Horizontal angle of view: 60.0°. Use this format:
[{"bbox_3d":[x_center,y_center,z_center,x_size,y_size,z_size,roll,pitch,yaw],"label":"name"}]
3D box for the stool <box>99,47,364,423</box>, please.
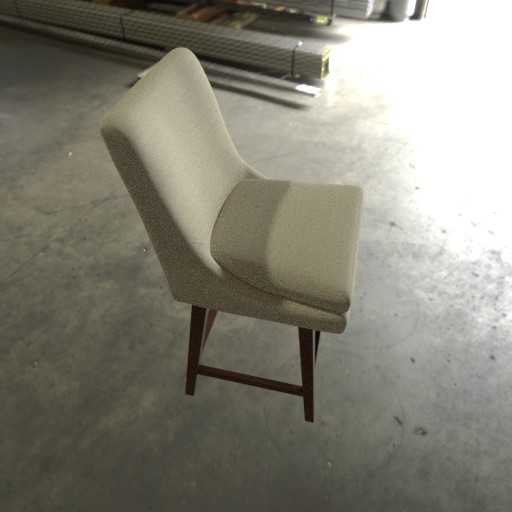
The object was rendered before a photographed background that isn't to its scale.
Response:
[{"bbox_3d":[0.000,0.000,1.288,0.559,0.991,0.483,9,45,9],"label":"stool"}]
